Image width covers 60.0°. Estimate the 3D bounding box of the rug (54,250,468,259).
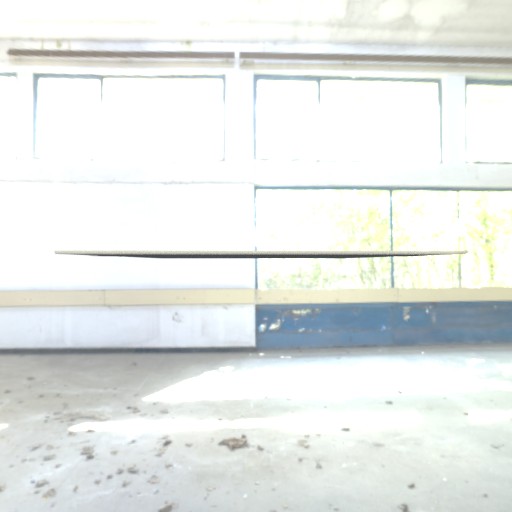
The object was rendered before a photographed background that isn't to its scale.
[{"bbox_3d":[0.000,0.000,4.729,2.734,0.037,3.659,0,-1,-2],"label":"rug"}]
